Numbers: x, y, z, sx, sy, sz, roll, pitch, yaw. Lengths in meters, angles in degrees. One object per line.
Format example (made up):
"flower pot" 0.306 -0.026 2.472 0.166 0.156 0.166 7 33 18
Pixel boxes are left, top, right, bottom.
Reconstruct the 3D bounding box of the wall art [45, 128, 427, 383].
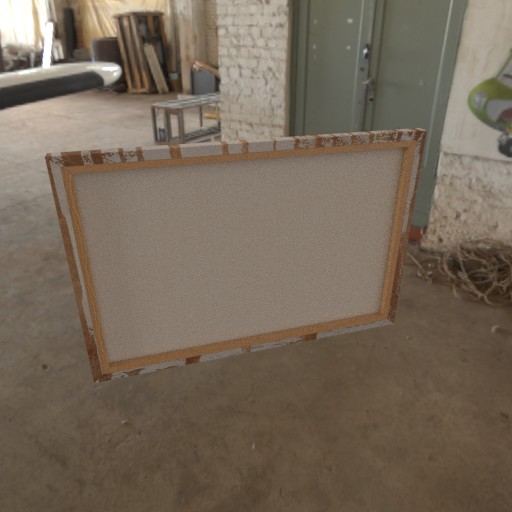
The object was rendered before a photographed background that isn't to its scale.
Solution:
"wall art" 0.000 0.000 1.179 0.914 0.609 0.035 -8 28 -15
